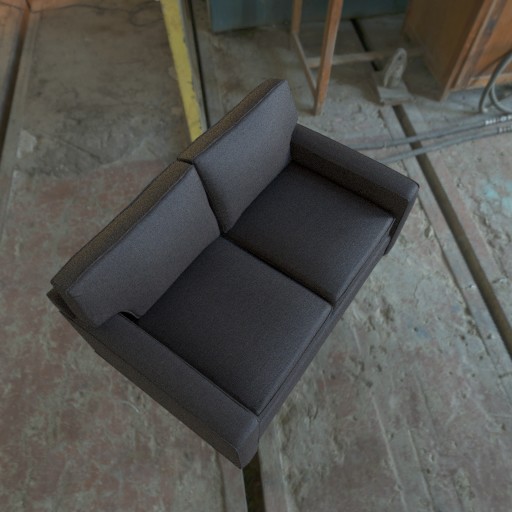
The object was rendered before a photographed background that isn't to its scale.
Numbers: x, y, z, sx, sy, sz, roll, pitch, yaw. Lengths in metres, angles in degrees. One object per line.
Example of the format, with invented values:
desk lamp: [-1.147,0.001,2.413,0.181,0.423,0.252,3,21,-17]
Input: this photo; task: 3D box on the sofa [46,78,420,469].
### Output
sofa: [0.000,0.000,2.142,0.974,0.887,1.534,32,64,18]
